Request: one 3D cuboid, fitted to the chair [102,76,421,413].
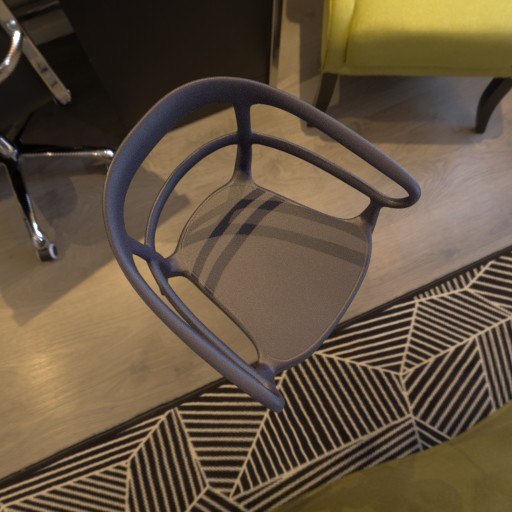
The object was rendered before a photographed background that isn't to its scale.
[{"bbox_3d":[0.000,0.000,1.135,0.527,0.761,0.559,34,77,9],"label":"chair"}]
